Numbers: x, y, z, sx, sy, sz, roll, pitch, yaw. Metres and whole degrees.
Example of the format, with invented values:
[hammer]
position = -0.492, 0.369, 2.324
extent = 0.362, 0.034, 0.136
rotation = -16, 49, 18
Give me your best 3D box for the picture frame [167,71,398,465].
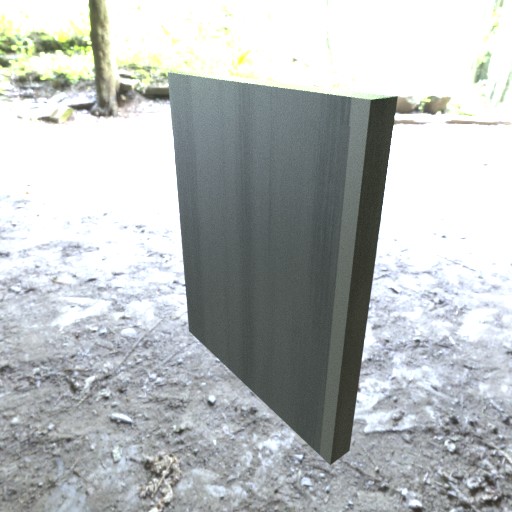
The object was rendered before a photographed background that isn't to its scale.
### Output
[picture frame]
position = 0.000, 0.000, 0.754
extent = 0.046, 0.555, 0.449
rotation = -19, 32, -33
